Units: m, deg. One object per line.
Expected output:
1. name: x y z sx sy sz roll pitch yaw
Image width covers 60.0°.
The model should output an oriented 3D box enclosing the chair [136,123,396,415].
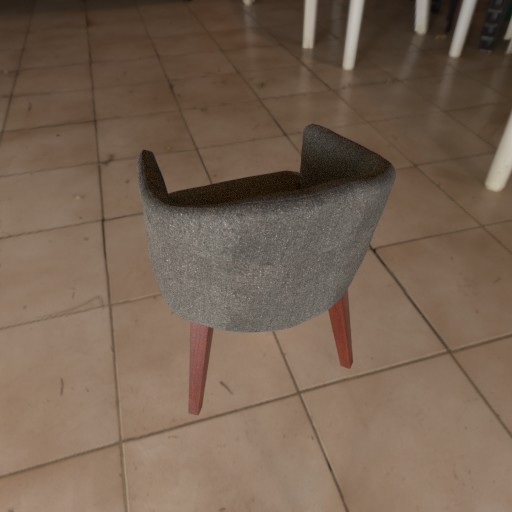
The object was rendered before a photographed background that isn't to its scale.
1. chair: 0.000 0.000 1.270 0.583 0.811 0.655 -12 44 -13
